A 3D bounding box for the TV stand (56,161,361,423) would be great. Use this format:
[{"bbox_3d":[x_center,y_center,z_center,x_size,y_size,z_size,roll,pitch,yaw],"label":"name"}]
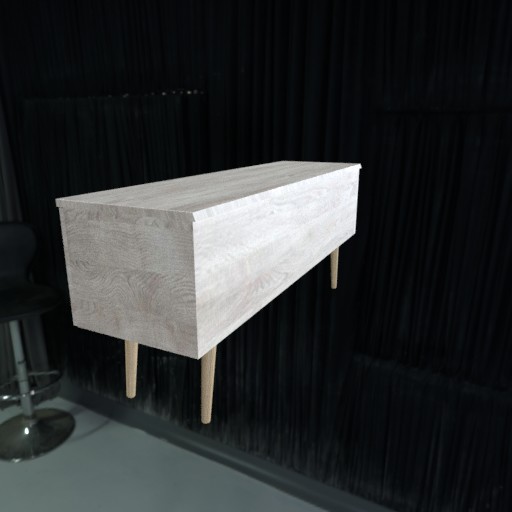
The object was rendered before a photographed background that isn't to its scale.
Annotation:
[{"bbox_3d":[0.000,0.000,1.576,0.401,0.565,1.313,8,18,25],"label":"TV stand"}]
